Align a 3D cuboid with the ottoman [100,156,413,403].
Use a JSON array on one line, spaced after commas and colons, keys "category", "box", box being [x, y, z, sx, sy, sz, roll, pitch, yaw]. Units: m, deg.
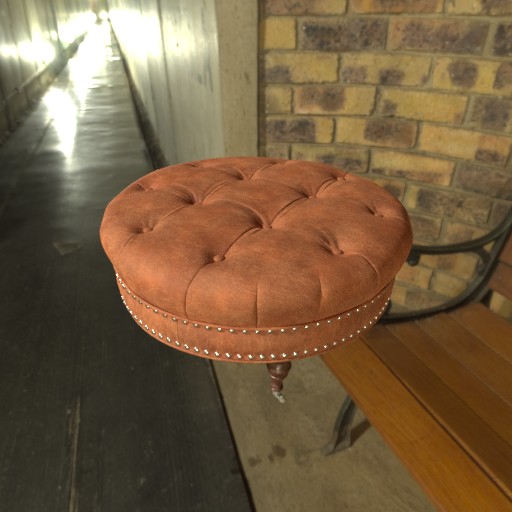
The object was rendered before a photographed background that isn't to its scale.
[{"category": "ottoman", "box": [0.000, 0.000, 1.403, 0.901, 0.444, 0.901, 0, 31, 0]}]
